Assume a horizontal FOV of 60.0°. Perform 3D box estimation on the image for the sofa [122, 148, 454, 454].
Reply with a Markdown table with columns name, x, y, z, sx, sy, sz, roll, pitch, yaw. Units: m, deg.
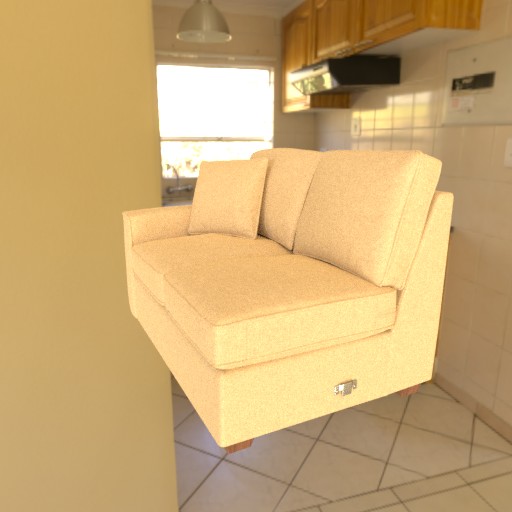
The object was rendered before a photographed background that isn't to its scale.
| name | x | y | z | sx | sy | sz | roll | pitch | yaw |
| --- | --- | --- | --- | --- | --- | --- | --- | --- | --- |
| sofa | 0.000 | 0.000 | 2.093 | 0.991 | 0.989 | 1.388 | -7 | 16 | -26 |
